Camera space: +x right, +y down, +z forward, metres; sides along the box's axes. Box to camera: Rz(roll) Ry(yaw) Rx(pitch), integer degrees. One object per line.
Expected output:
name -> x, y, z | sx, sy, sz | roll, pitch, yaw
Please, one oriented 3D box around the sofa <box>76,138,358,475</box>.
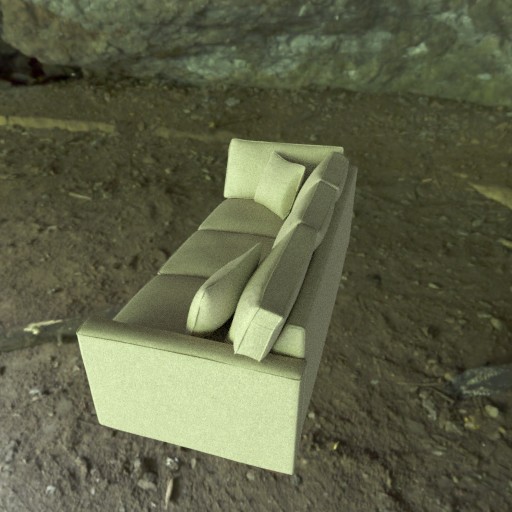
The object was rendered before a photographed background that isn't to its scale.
sofa -> 0.000, 0.000, 2.854 | 1.053, 0.948, 2.323 | 8, 30, 14
